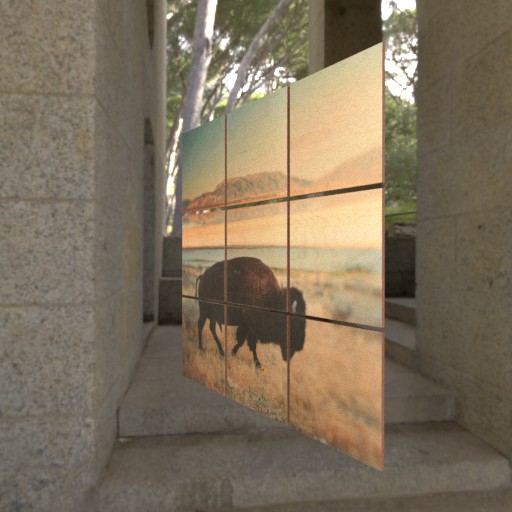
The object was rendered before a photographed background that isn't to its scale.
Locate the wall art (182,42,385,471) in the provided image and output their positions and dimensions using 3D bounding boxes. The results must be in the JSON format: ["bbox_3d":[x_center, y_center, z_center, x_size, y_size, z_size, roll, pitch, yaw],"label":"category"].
[{"bbox_3d":[0.000,0.000,1.751,0.019,1.218,1.221,0,1,-37],"label":"wall art"}]
